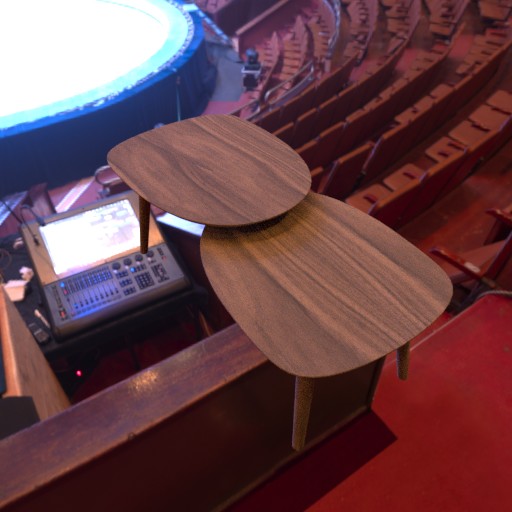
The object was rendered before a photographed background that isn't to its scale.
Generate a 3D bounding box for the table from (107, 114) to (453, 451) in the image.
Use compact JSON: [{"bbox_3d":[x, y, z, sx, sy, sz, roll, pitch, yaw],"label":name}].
[{"bbox_3d":[0.000,0.000,1.357,0.527,0.429,1.084,-25,48,-25],"label":"table"}]
